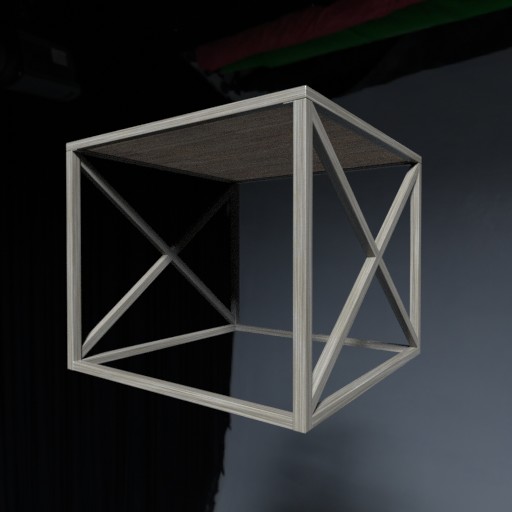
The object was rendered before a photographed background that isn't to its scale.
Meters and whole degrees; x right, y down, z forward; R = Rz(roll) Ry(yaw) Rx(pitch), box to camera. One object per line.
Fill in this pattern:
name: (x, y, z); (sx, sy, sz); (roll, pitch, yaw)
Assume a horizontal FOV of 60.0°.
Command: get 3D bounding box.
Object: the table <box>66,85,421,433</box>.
table: (0.000, 0.000, 1.069); (0.609, 0.507, 0.611); (1, 1, 35)
